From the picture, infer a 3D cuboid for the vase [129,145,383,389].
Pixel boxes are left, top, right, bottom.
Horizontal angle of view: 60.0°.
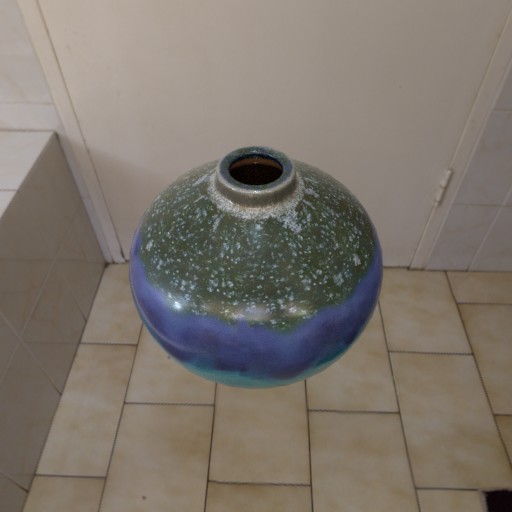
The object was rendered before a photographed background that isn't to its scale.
[{"bbox_3d":[0.000,0.000,0.272,0.154,0.133,0.154,0,48,0],"label":"vase"}]
